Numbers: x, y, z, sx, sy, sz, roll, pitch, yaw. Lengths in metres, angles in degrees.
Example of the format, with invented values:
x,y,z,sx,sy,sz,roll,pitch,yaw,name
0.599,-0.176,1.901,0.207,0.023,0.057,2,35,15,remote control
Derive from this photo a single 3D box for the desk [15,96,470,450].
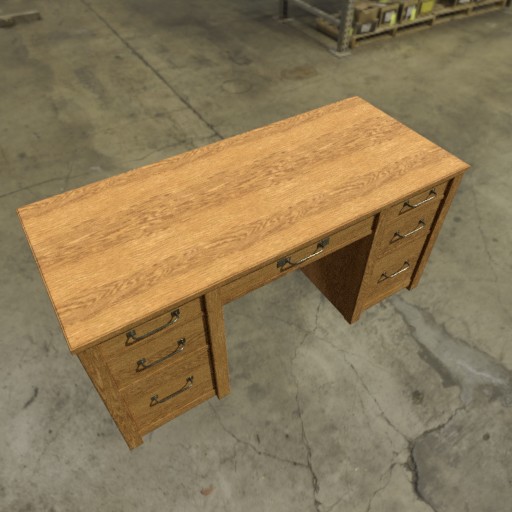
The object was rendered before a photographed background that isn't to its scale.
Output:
x,y,z,sx,sy,sz,roll,pitch,yaw,name
0.000,0.000,1.914,1.567,0.751,0.685,-24,51,-21,desk
